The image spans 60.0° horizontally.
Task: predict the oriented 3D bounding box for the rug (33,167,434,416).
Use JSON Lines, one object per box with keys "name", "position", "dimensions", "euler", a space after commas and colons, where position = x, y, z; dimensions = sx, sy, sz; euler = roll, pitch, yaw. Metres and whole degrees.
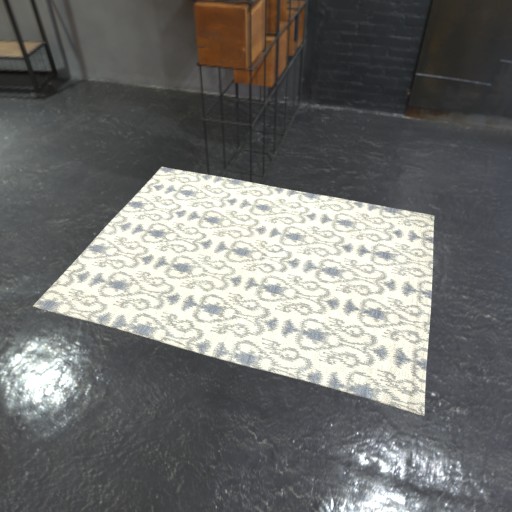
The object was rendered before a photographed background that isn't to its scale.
{"name": "rug", "position": [0.000, 0.000, 2.974], "dimensions": [2.261, 0.013, 1.676], "euler": [12, 44, 13]}
